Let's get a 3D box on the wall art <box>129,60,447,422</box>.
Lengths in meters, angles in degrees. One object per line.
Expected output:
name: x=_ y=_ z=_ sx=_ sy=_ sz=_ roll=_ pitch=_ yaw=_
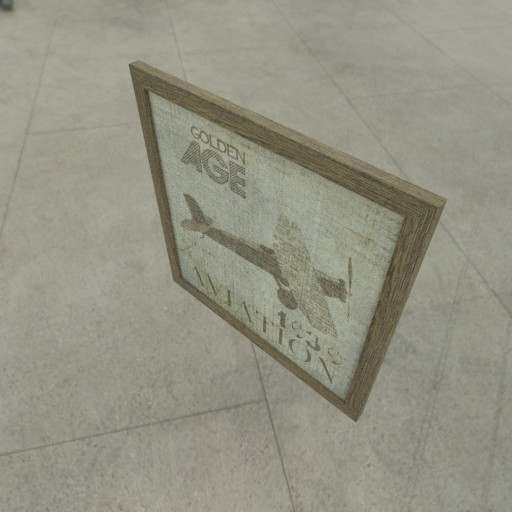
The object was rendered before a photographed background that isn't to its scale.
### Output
wall art: x=0.000 y=0.000 z=0.747 sx=0.508 sy=0.508 sz=0.019 roll=33 pitch=55 yaw=28
